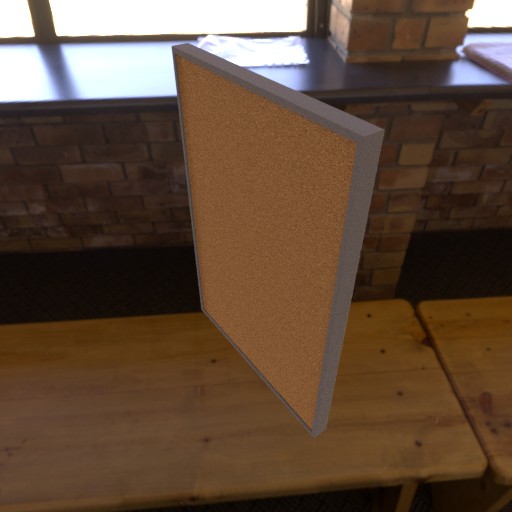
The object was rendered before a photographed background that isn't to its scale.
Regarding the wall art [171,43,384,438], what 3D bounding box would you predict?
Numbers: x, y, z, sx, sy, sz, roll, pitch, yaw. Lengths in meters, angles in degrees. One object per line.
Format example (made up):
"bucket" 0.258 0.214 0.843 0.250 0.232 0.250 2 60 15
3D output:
"wall art" 0.000 0.000 0.965 0.039 0.753 0.511 -25 46 -27
